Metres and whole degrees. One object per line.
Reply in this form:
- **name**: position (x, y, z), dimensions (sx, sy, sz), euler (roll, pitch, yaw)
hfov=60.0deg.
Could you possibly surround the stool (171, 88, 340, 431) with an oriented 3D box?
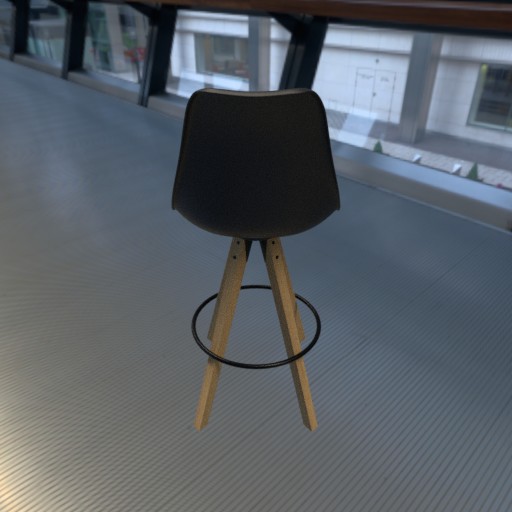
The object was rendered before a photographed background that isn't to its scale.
- **stool**: position (0.000, 0.000, 1.420), dimensions (0.485, 1.115, 0.550), euler (0, 31, 0)
